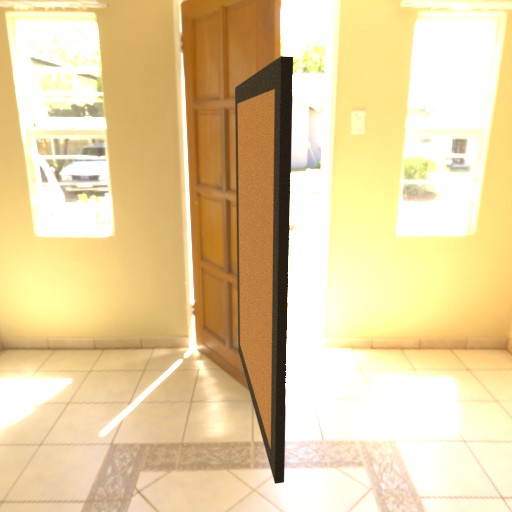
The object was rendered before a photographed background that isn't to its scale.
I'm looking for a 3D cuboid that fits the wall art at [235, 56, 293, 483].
[{"bbox_3d":[0.000,0.000,0.707,0.013,0.534,0.380,-3,16,-9],"label":"wall art"}]
